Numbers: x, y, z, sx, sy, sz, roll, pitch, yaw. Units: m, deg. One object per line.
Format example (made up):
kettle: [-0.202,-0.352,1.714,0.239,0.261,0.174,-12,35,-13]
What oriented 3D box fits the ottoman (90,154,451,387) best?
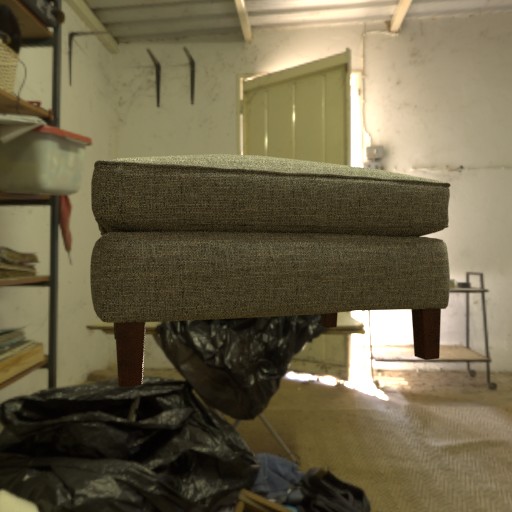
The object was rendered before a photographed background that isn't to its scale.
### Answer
ottoman: [0.000,0.000,0.989,0.686,0.406,0.508,0,0,-18]
